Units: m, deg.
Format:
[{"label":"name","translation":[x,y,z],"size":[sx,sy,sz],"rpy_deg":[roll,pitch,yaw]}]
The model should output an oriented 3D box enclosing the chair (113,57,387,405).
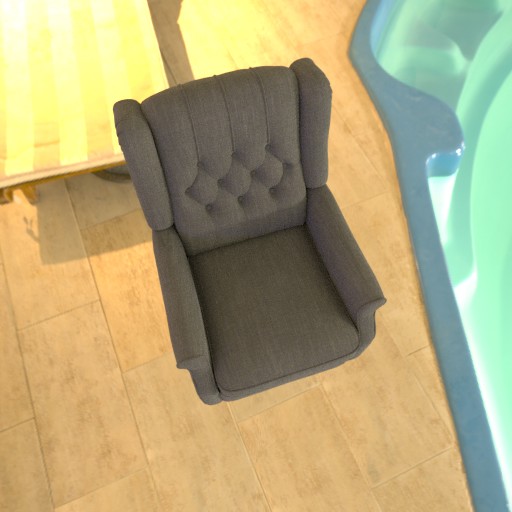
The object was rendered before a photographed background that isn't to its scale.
[{"label":"chair","translation":[0.000,0.000,1.647],"size":[0.742,1.035,0.898],"rpy_deg":[-16,66,-7]}]
